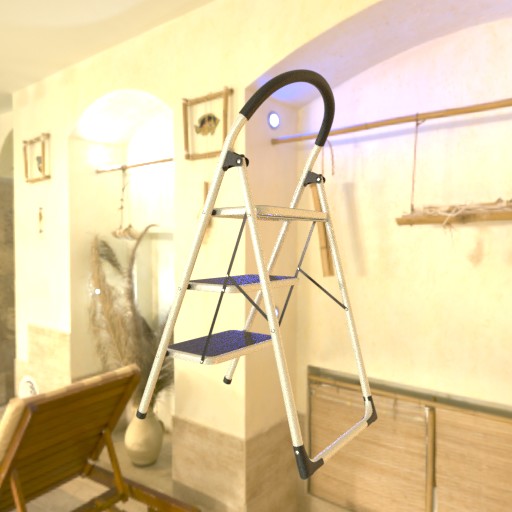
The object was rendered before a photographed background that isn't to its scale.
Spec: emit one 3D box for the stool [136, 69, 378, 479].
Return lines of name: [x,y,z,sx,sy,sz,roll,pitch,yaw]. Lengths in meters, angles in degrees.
stool: [0.000,0.000,1.485,0.676,1.109,0.485,1,2,37]
